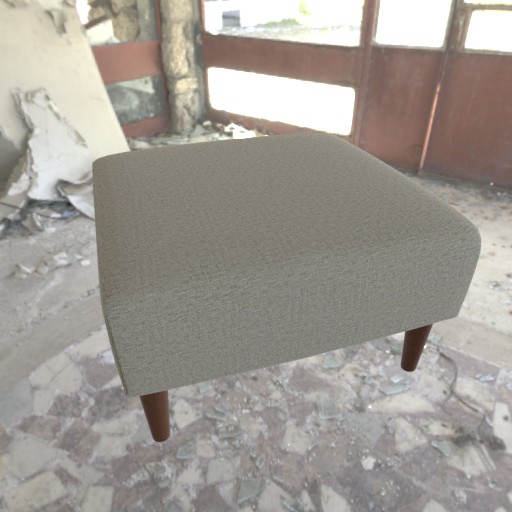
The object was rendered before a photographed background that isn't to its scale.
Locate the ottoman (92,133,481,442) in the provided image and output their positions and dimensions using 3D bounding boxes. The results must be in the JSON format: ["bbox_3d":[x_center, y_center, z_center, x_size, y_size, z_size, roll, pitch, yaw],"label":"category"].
[{"bbox_3d":[0.000,0.000,1.019,0.655,0.399,0.648,-10,33,-16],"label":"ottoman"}]
